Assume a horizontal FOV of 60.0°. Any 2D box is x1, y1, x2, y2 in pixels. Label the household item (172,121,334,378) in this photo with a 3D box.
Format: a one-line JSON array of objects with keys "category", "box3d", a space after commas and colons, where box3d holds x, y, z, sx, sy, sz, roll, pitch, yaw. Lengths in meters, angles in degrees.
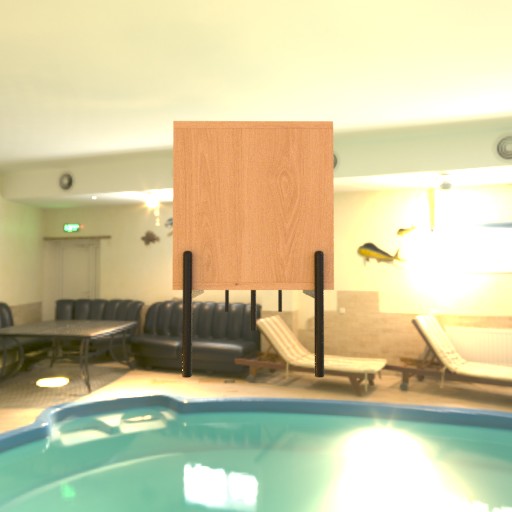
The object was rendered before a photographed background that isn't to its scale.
[{"category": "household item", "box3d": [0.000, 0.000, 1.797, 0.400, 0.600, 1.550, 0, -2, 0]}]
